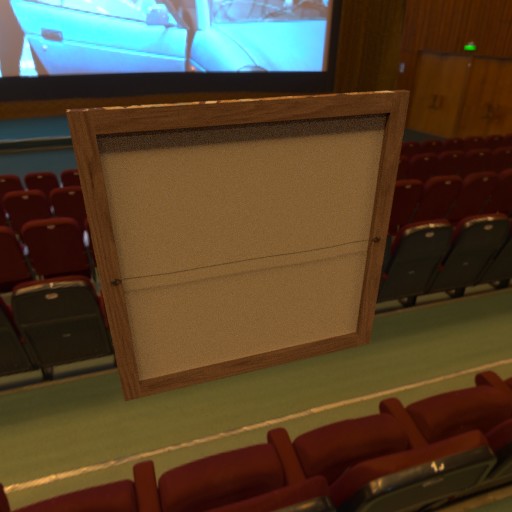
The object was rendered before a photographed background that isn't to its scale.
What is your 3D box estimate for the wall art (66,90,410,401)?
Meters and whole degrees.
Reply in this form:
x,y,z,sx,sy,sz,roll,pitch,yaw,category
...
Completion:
x,y,z,sx,sy,sz,roll,pitch,yaw,category
0.000,0.000,1.129,0.757,0.762,0.028,-9,30,-16,wall art
